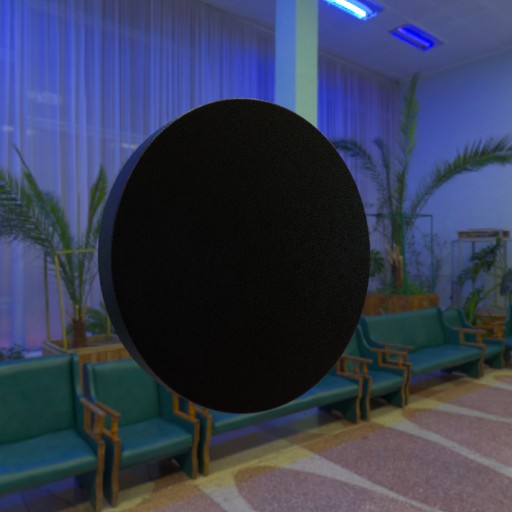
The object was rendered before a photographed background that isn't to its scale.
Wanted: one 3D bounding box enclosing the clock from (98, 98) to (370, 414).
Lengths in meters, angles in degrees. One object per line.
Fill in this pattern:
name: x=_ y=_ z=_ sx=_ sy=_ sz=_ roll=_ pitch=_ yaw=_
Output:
clock: x=0.000 y=0.000 z=0.463 sx=0.314 sy=0.314 sz=0.040 roll=0 pitch=0 yaw=-35
